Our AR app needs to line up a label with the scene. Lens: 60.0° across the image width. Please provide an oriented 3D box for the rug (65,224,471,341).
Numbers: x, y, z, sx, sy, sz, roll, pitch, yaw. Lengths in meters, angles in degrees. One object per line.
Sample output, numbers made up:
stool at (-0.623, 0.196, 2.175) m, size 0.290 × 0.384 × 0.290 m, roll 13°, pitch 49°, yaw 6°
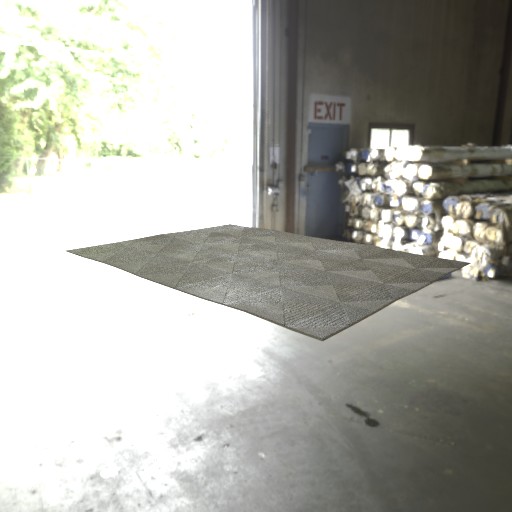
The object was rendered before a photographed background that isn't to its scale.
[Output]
rug at (0.000, 0.000, 4.468) m, size 3.333 × 0.027 × 2.428 m, roll 12°, pitch 18°, yaw 42°
